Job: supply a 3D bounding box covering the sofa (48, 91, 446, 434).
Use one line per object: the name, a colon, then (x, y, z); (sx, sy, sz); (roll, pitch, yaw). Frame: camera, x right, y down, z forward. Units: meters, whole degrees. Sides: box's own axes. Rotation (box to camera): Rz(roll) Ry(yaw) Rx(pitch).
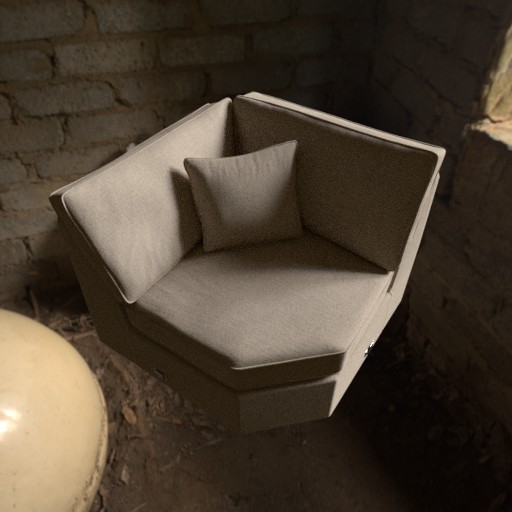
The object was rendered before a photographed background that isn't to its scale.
sofa: (0.000, 0.000, 1.804); (1.042, 0.937, 1.050); (25, 47, 26)
